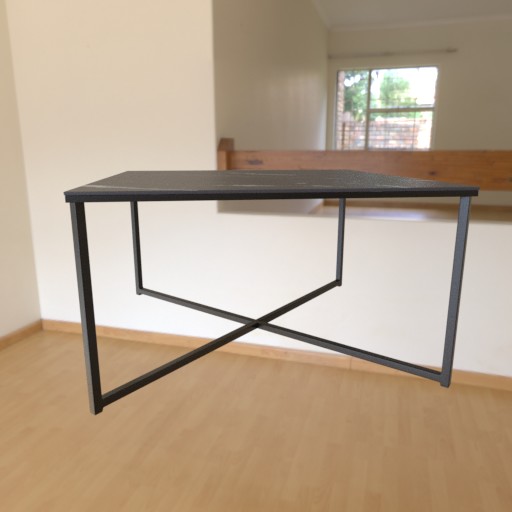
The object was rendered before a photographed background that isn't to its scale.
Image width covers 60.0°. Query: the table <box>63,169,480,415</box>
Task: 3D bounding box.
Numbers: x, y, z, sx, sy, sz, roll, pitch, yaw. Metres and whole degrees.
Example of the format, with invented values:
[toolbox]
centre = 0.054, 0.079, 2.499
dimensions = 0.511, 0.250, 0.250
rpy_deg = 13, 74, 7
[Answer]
[table]
centre = 0.000, 0.000, 1.275
dimensions = 0.800, 0.450, 0.800
rpy_deg = -2, 14, -8
